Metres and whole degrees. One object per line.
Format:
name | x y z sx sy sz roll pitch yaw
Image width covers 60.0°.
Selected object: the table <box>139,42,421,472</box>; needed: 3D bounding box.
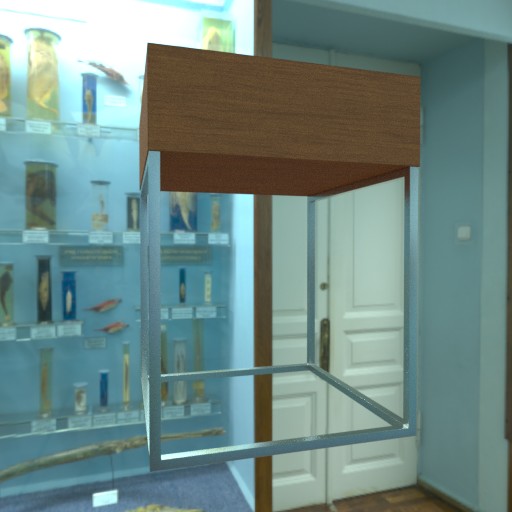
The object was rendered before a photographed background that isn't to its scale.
table | 0.000 0.000 0.802 0.397 0.540 0.398 0 1 -16
